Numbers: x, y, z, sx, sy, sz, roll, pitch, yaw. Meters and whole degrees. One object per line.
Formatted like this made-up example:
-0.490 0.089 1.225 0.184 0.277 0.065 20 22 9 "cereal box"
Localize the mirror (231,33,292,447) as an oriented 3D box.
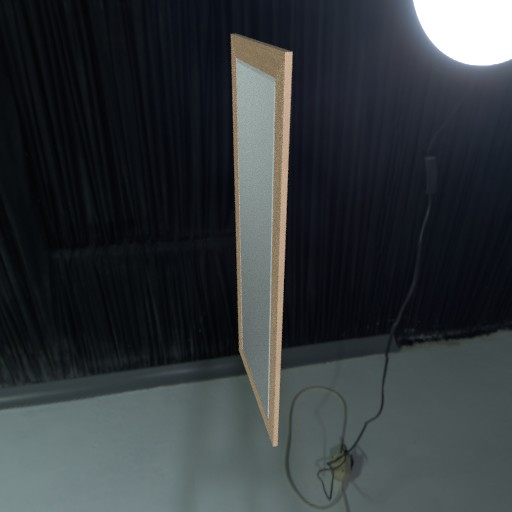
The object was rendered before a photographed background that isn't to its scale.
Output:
0.000 0.000 2.320 0.026 2.031 0.812 -8 32 -13 "mirror"
